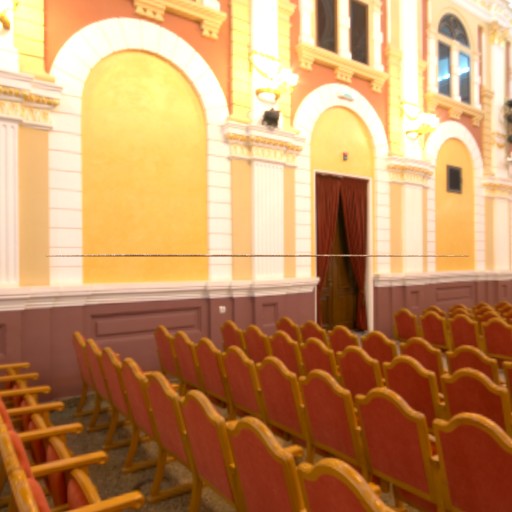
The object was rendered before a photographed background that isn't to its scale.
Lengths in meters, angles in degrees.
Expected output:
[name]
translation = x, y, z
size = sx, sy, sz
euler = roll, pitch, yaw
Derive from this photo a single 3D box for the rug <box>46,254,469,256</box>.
[rug]
translation = 0.000, 0.000, 4.326
size = 3.353, 0.010, 2.438
euler = 0, 0, -35
